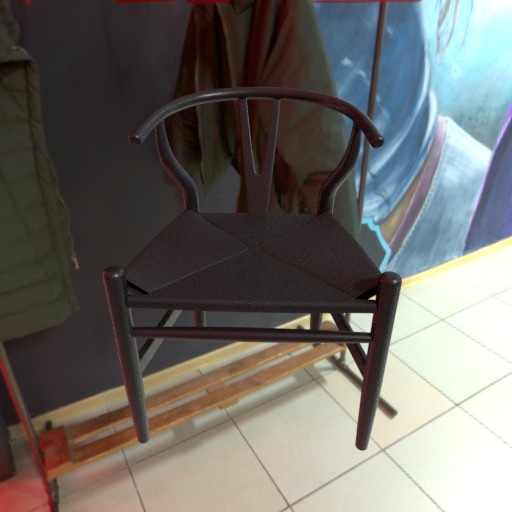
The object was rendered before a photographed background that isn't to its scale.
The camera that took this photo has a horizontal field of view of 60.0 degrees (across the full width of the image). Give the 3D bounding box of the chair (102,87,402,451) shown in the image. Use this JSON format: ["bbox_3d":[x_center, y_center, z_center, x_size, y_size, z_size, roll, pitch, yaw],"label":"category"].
[{"bbox_3d":[0.000,0.000,1.126,0.569,0.730,0.579,1,29,2],"label":"chair"}]
